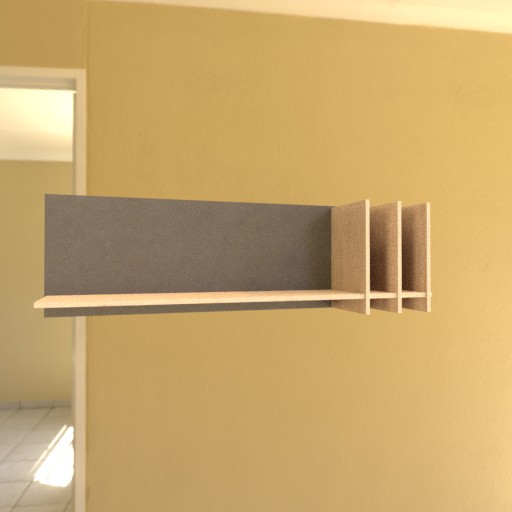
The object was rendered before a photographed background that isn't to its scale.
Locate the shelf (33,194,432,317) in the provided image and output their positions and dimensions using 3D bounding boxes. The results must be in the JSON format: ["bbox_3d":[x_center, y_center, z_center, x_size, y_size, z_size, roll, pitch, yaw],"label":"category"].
[{"bbox_3d":[0.000,0.000,1.146,1.020,0.300,0.200,0,-1,-18],"label":"shelf"}]
